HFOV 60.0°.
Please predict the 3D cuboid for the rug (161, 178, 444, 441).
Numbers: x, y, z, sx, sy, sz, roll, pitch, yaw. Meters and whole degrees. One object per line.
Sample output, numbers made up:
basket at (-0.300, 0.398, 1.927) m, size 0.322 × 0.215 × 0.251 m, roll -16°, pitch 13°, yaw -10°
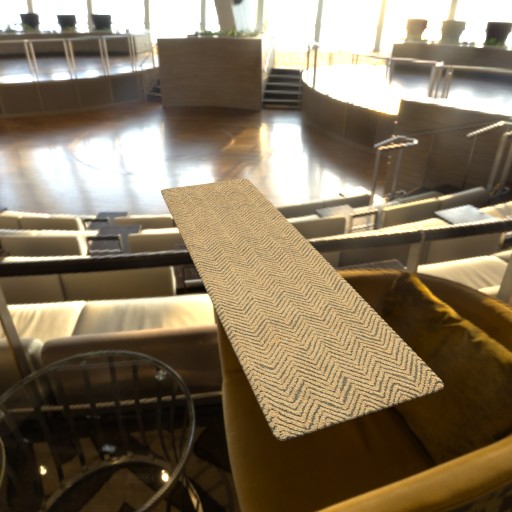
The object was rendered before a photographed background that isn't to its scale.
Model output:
rug at (0.000, 0.000, 2.472) m, size 0.686 × 0.008 × 2.286 m, roll -11°, pitch 32°, yaw -17°
